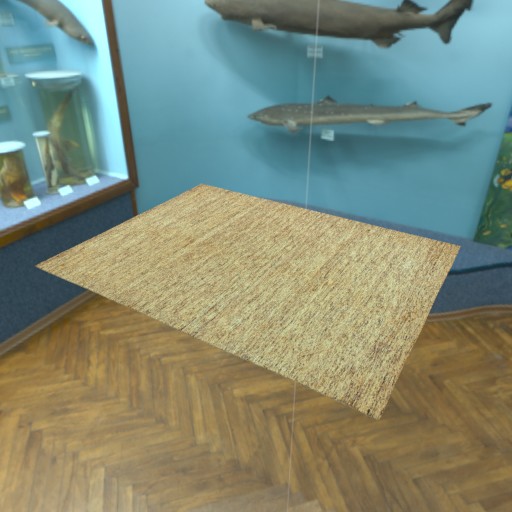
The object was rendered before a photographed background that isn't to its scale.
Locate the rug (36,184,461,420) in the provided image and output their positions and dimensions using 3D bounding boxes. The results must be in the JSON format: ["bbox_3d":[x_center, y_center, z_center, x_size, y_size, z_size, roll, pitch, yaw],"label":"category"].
[{"bbox_3d":[0.000,0.000,4.178,3.200,0.012,2.438,17,34,27],"label":"rug"}]
